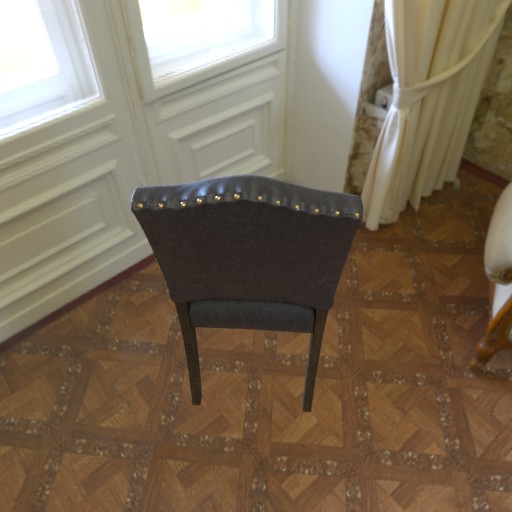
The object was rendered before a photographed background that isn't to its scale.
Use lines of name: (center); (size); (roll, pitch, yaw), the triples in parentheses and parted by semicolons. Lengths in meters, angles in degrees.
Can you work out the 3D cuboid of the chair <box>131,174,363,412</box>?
chair: (0.000, 0.000, 1.346); (0.500, 0.991, 0.633); (3, 47, 2)
